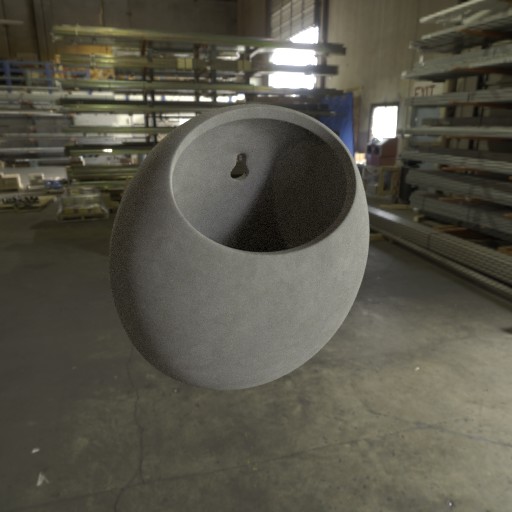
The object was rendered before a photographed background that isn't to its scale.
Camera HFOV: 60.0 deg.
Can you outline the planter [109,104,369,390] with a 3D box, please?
[{"bbox_3d":[0.000,0.000,0.289,0.185,0.188,0.071,-9,19,-28],"label":"planter"}]
